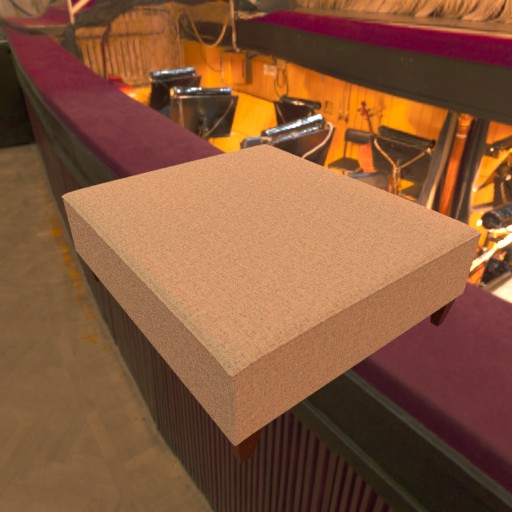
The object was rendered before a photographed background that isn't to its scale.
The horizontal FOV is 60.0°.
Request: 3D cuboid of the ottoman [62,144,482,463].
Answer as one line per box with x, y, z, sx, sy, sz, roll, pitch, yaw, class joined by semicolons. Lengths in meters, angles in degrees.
0.000;0.000;1.220;0.736;0.303;0.835;-22;39;-31;ottoman
